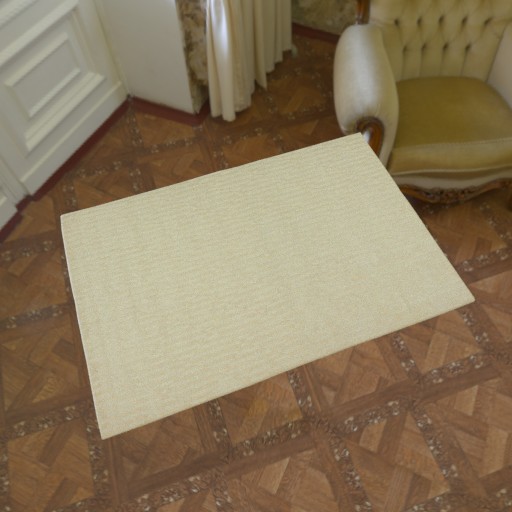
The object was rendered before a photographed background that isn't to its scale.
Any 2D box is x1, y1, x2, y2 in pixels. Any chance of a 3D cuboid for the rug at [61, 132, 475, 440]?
[{"bbox_3d":[0.000,0.000,2.301,1.848,0.014,1.238,-18,60,-10],"label":"rug"}]
